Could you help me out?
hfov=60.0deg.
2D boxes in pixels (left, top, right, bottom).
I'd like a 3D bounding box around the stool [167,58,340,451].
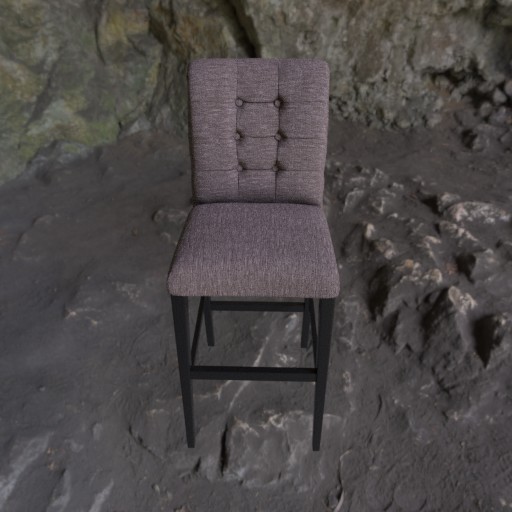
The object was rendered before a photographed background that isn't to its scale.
[{"bbox_3d":[0.000,0.000,1.436,0.452,1.131,0.613,1,29,1],"label":"stool"}]
